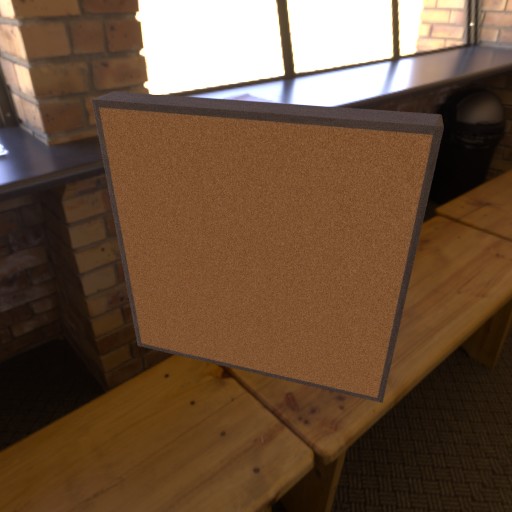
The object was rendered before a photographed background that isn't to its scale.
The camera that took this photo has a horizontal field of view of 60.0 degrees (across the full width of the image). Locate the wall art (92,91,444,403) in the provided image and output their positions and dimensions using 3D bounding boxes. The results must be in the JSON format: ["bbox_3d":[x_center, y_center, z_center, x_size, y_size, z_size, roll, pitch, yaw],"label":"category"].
[{"bbox_3d":[0.000,0.000,0.460,0.303,0.302,0.038,9,33,15],"label":"wall art"}]
